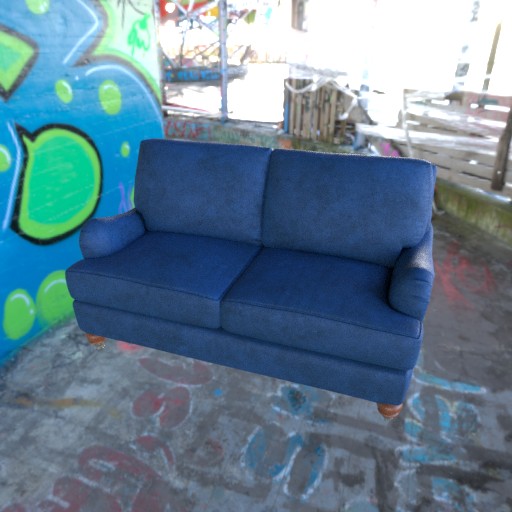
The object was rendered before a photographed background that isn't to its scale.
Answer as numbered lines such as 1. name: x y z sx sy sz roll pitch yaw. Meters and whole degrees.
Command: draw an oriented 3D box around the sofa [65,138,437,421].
1. sofa: 0.000 0.000 2.501 1.853 1.101 1.084 9 28 17
